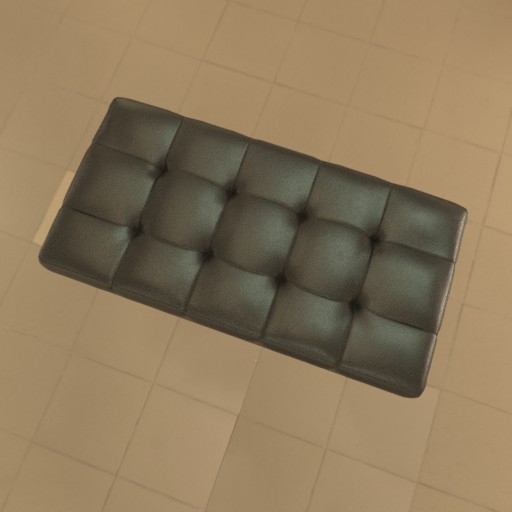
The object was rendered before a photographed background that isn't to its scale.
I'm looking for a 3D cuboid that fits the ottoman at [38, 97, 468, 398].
[{"bbox_3d":[0.000,0.000,1.133,0.838,0.470,0.432,19,77,4],"label":"ottoman"}]
